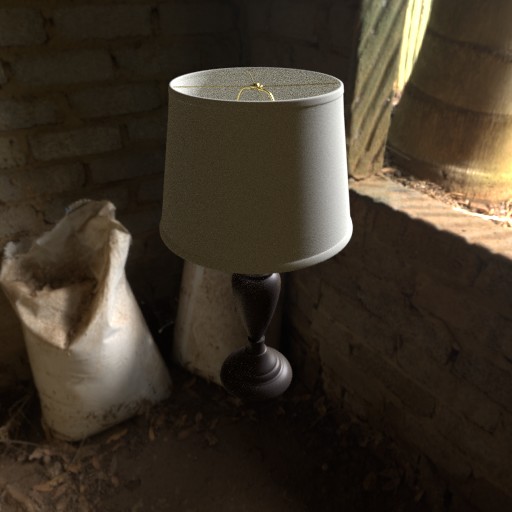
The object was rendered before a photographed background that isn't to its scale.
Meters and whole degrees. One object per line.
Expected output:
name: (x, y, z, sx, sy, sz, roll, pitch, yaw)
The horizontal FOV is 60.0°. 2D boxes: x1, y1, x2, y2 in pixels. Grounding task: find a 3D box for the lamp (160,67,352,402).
lamp: (0.000, 0.000, 0.821, 0.335, 0.611, 0.335, 0, 32, 0)
